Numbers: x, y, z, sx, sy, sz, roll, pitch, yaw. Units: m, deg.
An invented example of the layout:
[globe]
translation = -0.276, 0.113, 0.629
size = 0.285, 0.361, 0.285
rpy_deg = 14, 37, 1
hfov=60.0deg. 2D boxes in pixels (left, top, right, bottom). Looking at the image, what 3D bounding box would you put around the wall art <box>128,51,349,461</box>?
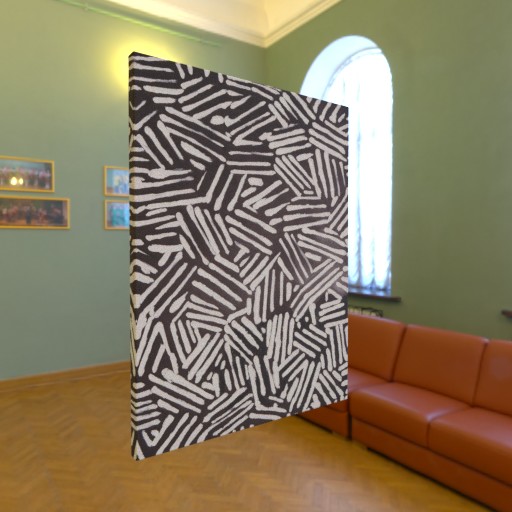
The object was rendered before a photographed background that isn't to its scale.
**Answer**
[wall art]
translation = 0.000, 0.000, 1.333
size = 0.765, 1.017, 0.038
rpy_deg = -1, 2, -36
